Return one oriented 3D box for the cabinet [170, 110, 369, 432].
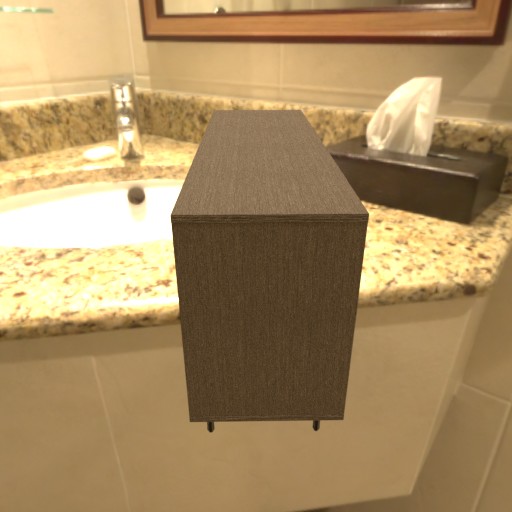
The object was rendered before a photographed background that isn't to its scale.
[{"bbox_3d":[0.000,0.000,1.538,0.405,0.787,1.194,0,27,-1],"label":"cabinet"}]
